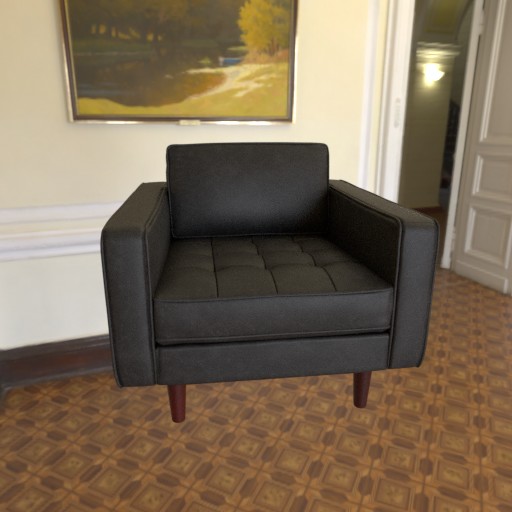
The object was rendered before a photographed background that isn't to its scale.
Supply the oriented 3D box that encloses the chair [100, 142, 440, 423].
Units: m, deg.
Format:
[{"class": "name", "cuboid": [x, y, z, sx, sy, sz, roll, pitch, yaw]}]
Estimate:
[{"class": "chair", "cuboid": [0.000, 0.000, 1.572, 0.889, 0.763, 0.914, -2, 17, -7]}]
